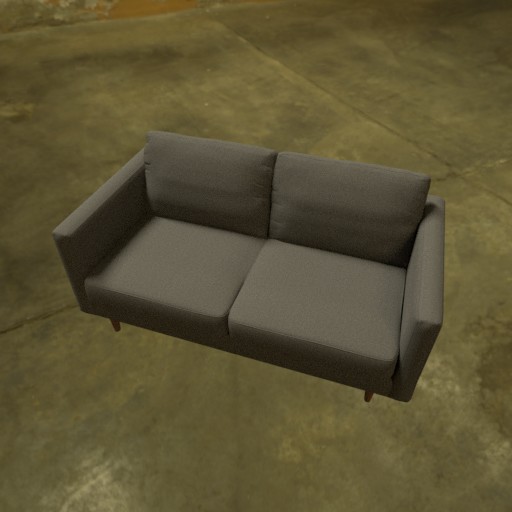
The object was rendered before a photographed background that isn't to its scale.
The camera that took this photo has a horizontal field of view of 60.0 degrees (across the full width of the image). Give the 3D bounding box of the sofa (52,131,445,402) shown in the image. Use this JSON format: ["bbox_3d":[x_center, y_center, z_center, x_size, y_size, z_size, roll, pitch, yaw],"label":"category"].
[{"bbox_3d":[0.000,0.000,2.259,1.713,0.866,0.940,12,43,14],"label":"sofa"}]
